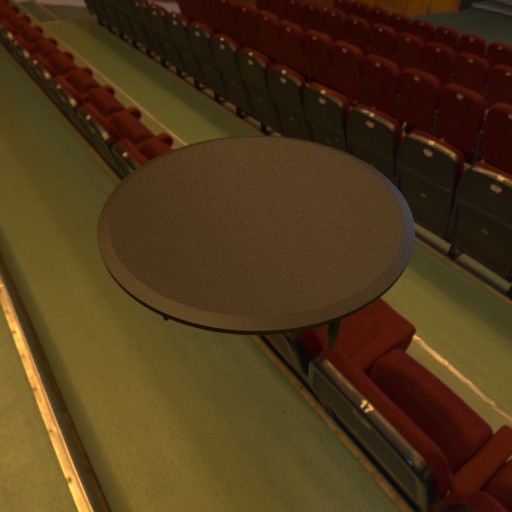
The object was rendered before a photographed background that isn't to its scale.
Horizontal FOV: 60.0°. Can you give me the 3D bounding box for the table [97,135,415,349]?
[{"bbox_3d":[0.000,0.000,1.425,0.900,0.400,0.900,0,42,0],"label":"table"}]
